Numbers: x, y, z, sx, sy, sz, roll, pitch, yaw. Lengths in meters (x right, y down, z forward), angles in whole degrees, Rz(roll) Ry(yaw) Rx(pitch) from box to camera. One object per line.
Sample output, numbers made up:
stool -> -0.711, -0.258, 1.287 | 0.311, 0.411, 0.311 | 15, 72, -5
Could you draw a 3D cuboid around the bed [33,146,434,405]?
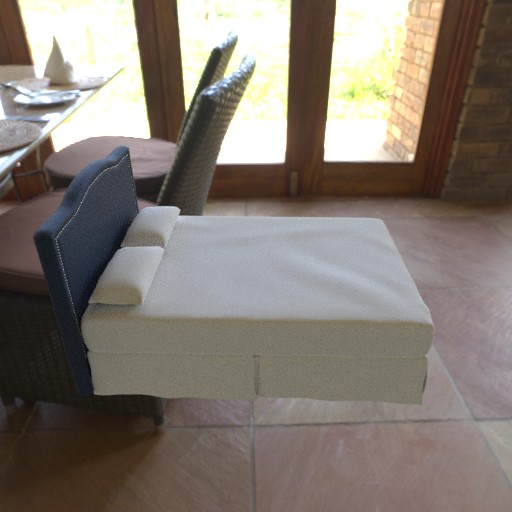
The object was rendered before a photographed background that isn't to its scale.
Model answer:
bed -> 0.000, 0.000, 3.529 | 2.507, 1.441, 1.741 | 1, 31, 1
